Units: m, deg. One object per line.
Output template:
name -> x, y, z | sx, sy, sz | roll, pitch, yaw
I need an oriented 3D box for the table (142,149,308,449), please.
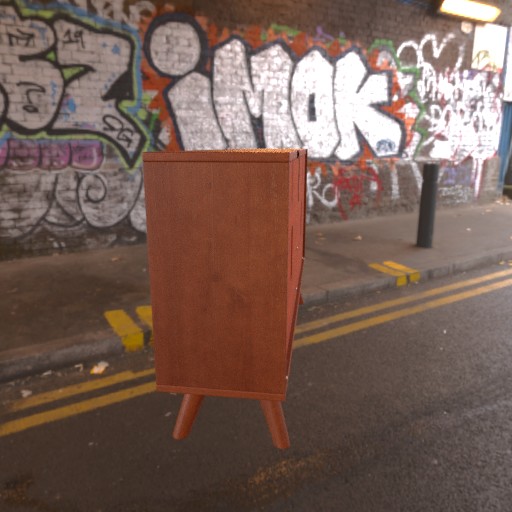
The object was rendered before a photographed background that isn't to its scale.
table -> 0.000, 0.000, 1.494 | 0.308, 0.698, 1.220 | 2, 14, 8
